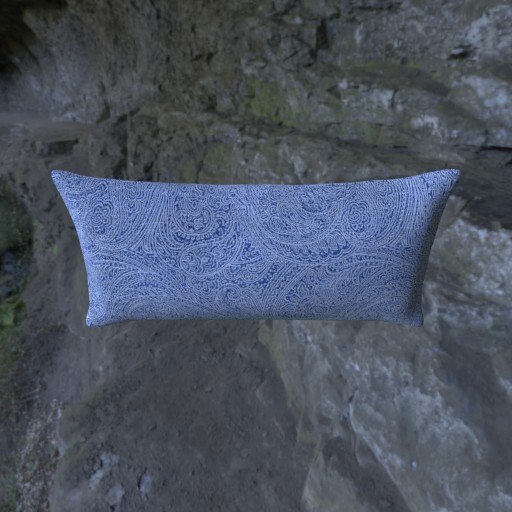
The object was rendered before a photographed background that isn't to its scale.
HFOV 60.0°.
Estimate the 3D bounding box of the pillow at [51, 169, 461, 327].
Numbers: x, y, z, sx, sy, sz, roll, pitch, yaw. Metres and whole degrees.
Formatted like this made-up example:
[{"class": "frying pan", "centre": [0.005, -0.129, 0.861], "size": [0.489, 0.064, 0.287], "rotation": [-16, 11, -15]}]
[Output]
[{"class": "pillow", "centre": [0.000, 0.000, 0.734], "size": [0.615, 0.295, 0.151], "rotation": [0, 29, 0]}]
